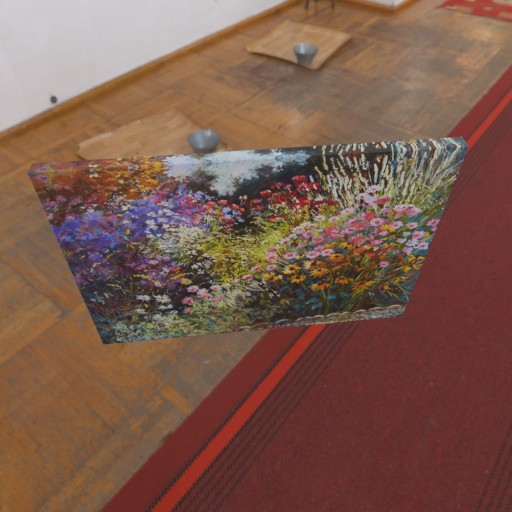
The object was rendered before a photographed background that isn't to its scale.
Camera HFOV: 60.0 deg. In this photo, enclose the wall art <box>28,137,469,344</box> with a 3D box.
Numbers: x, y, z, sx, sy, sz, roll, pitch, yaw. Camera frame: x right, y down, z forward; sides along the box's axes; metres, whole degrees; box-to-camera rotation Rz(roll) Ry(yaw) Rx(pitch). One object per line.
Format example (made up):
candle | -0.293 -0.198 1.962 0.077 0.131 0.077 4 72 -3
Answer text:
wall art | 0.000 0.000 1.136 0.908 0.604 0.037 -5 46 -5
